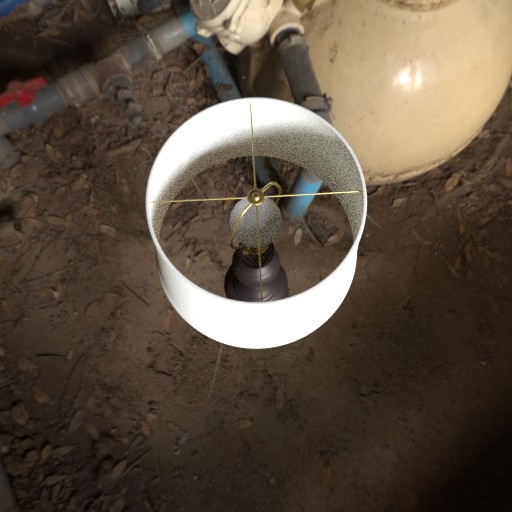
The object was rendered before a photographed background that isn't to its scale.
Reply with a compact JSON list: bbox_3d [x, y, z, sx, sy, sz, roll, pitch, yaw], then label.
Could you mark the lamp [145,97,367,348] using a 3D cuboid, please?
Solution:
[{"bbox_3d":[0.000,0.000,0.810,0.335,0.611,0.335,0,77,0],"label":"lamp"}]
